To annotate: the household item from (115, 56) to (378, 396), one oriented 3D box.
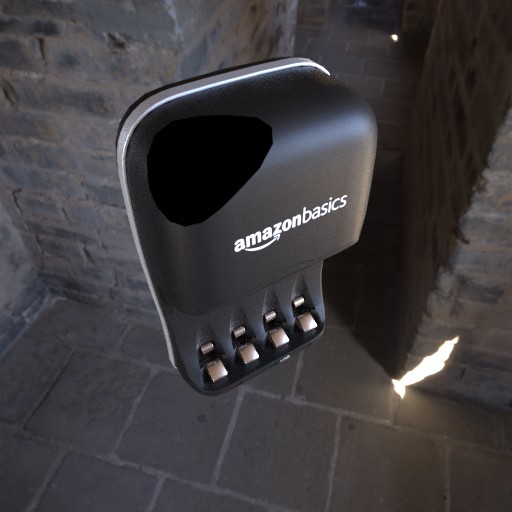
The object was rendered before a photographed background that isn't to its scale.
[{"bbox_3d":[0.000,0.000,0.147,0.070,0.114,0.038,-24,50,-22],"label":"household item"}]
